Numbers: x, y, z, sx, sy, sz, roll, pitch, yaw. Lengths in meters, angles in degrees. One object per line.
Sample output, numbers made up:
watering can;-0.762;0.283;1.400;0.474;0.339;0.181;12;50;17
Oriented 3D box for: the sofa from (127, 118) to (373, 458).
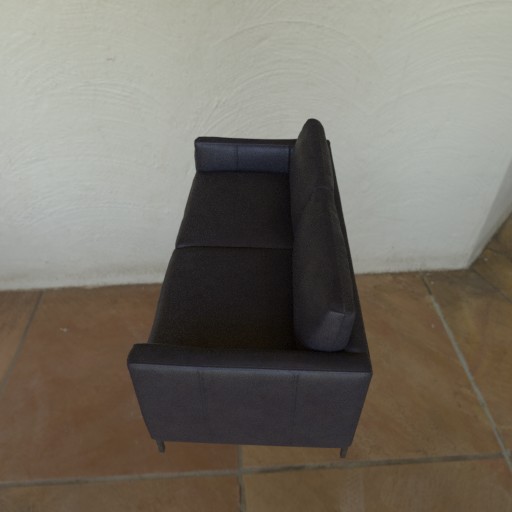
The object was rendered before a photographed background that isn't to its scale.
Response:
sofa;0.000;0.000;2.334;0.947;0.883;1.805;0;41;0
